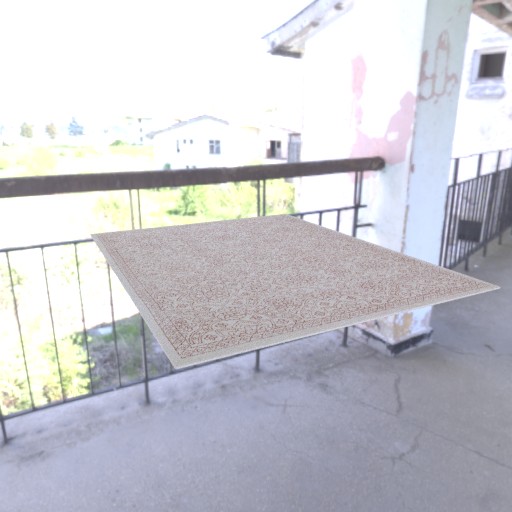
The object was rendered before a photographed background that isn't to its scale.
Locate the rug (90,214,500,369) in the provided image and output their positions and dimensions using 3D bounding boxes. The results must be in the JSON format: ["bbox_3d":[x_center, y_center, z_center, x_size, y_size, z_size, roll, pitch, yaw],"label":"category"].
[{"bbox_3d":[0.000,0.000,3.989,2.441,0.015,3.050,-8,19,-26],"label":"rug"}]
